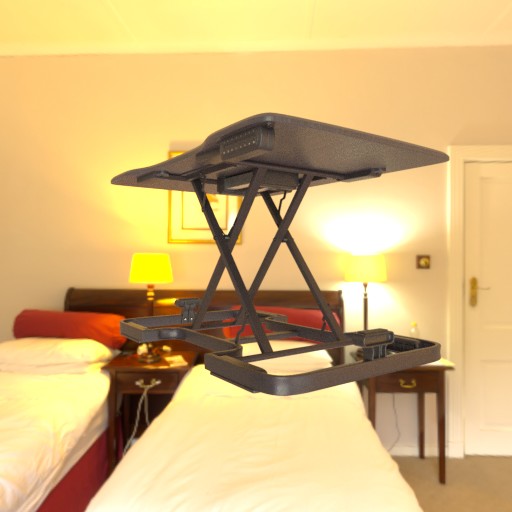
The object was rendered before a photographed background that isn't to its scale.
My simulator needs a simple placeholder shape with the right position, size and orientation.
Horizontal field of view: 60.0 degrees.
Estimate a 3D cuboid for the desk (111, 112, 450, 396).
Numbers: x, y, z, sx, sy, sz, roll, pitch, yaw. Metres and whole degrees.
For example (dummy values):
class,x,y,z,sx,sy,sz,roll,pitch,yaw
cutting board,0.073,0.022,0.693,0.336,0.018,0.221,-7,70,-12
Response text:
class,x,y,z,sx,sy,sz,roll,pitch,yaw
desk,0.000,0.000,1.183,0.546,0.470,0.820,0,0,-36
